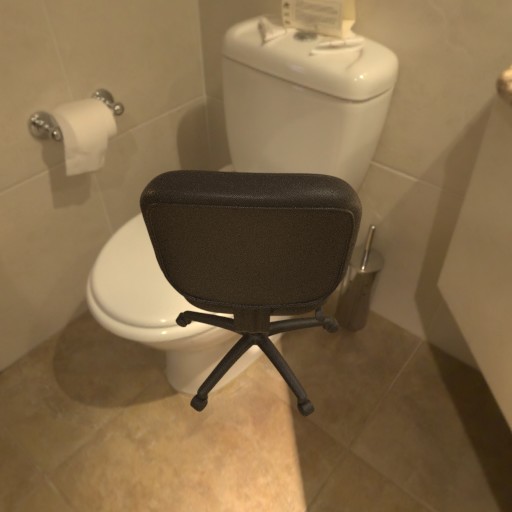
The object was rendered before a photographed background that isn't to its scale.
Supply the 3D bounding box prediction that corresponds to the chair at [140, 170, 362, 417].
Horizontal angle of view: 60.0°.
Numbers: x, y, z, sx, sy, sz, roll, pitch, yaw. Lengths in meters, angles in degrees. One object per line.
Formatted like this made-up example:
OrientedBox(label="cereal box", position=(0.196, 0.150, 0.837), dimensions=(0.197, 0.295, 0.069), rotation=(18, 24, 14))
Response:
OrientedBox(label="chair", position=(0.000, 0.000, 1.373), dimensions=(0.647, 0.959, 0.646), rotation=(2, 45, 2))
